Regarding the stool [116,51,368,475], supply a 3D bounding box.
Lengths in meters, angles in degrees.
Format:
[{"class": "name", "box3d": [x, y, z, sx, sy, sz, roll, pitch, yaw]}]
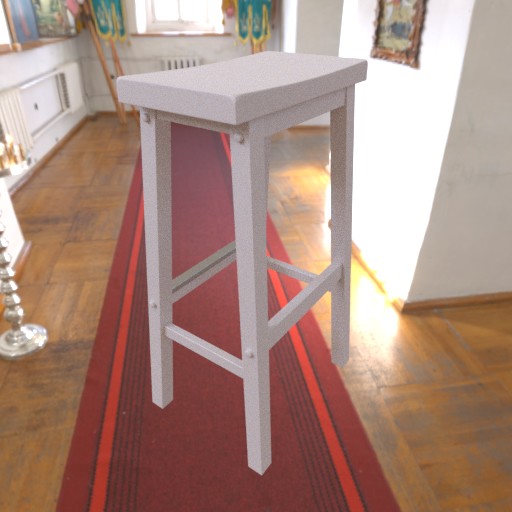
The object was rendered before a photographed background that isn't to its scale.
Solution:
[{"class": "stool", "box3d": [0.000, 0.000, 0.937, 0.322, 0.742, 0.406, 20, 37, 30]}]
